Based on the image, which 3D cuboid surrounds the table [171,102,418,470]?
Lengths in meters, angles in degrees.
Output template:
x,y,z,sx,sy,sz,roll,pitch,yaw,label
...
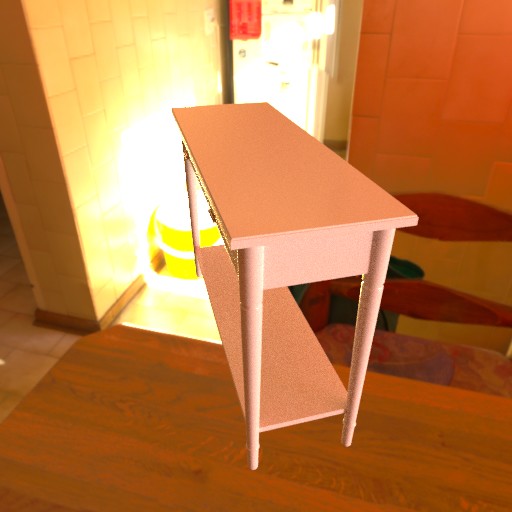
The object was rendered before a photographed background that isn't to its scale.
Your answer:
x,y,z,sx,sy,sz,roll,pitch,yaw,label
0.000,0.000,1.467,0.381,0.749,1.067,-8,32,-13,table
